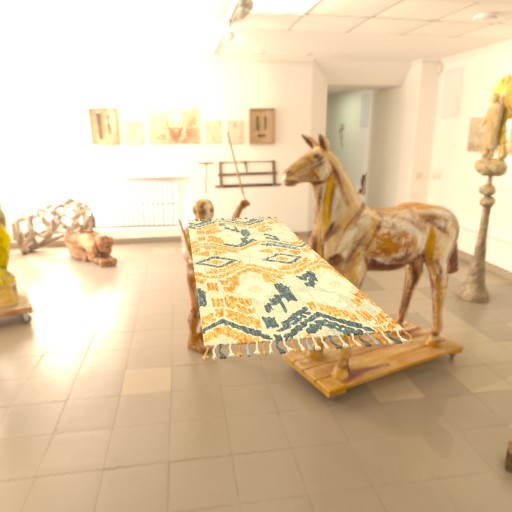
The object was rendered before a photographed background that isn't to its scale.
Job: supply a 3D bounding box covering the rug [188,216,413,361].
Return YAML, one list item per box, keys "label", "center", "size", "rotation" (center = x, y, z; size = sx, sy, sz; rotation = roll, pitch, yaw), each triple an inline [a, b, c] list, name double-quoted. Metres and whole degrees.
- label: "rug"
  center: [0.000, 0.000, 2.685]
  size: [0.783, 0.010, 2.437]
  rotation: [-3, 16, -9]
